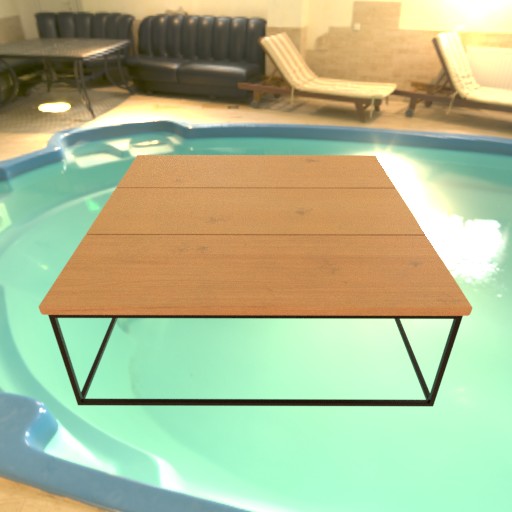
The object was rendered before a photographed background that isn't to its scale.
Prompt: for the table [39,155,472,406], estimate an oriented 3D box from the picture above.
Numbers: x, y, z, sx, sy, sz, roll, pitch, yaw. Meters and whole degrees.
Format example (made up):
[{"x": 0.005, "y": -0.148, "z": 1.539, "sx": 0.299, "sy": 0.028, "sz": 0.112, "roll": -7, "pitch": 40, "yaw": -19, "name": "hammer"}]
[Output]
[{"x": 0.000, "y": 0.000, "z": 1.693, "sx": 1.100, "sy": 0.400, "sz": 1.100, "roll": 0, "pitch": 33, "yaw": 0, "name": "table"}]
